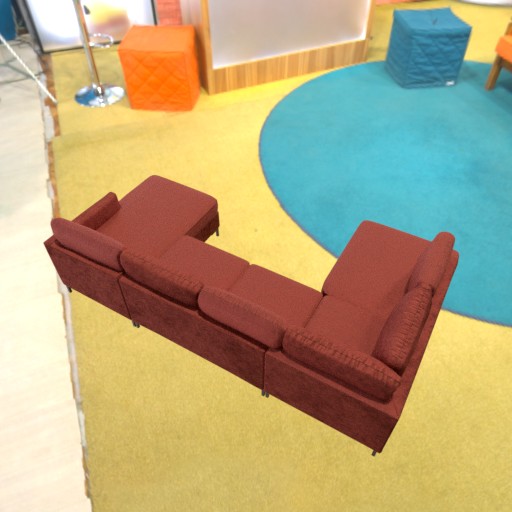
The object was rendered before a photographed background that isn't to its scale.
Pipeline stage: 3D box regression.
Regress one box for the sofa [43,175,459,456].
[{"bbox_3d":[0.000,0.000,4.304,3.434,0.992,2.055,23,50,20],"label":"sofa"}]
